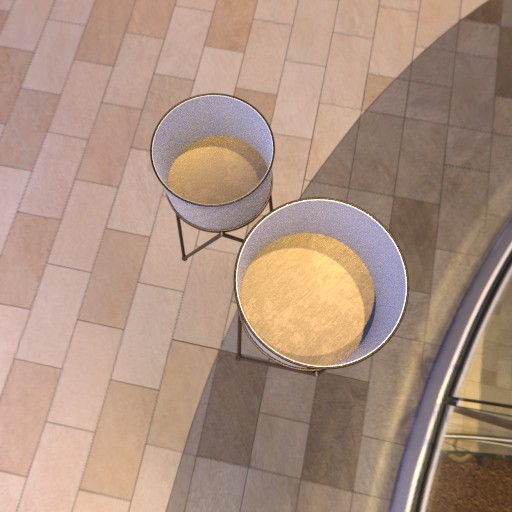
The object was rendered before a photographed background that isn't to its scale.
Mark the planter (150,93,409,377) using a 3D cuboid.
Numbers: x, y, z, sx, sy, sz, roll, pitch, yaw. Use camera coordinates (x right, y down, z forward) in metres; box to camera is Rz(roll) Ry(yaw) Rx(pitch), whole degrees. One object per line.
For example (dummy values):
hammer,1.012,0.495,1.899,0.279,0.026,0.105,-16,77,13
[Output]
planter,0.000,0.000,1.215,0.413,0.712,0.769,-33,78,-8
